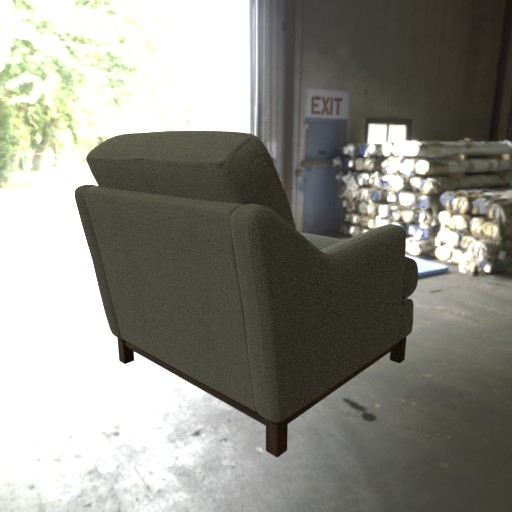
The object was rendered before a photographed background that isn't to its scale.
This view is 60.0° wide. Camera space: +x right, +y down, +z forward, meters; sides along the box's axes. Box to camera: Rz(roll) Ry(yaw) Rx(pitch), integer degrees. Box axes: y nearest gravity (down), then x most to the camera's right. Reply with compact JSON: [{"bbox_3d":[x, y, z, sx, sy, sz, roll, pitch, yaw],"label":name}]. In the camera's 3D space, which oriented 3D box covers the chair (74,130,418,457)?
[{"bbox_3d":[0.000,0.000,1.538,0.826,0.821,0.892,13,19,41],"label":"chair"}]
